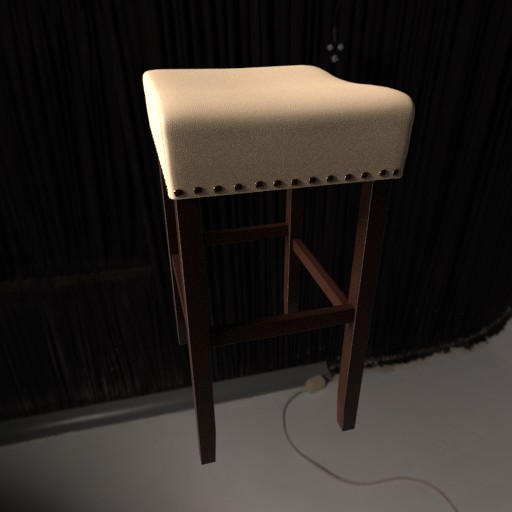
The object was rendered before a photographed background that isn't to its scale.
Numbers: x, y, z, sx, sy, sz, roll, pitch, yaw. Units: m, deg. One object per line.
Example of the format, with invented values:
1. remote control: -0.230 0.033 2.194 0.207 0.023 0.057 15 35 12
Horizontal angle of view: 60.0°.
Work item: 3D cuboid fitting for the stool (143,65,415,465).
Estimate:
1. stool: 0.000 0.000 1.015 0.401 0.762 0.471 -8 30 -13
